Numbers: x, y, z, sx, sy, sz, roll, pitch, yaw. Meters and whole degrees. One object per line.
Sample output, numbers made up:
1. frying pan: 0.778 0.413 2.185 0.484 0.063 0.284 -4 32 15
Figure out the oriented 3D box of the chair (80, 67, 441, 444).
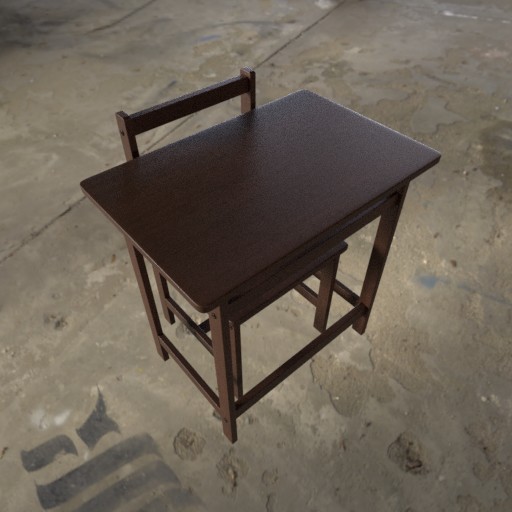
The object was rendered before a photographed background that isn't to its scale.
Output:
1. chair: 0.000 0.000 1.065 0.599 0.673 0.463 -32 53 -27
